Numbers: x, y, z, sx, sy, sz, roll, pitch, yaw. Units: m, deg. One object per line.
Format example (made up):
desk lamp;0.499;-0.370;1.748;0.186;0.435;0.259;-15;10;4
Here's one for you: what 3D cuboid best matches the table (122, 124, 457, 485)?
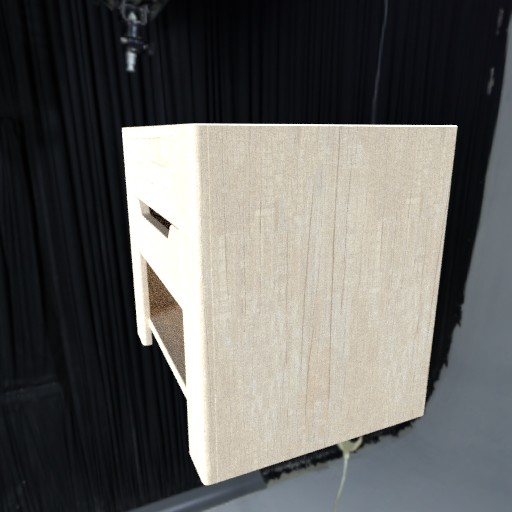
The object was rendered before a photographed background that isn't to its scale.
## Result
table;0.000;0.000;0.912;0.420;0.510;0.570;-7;17;-23
